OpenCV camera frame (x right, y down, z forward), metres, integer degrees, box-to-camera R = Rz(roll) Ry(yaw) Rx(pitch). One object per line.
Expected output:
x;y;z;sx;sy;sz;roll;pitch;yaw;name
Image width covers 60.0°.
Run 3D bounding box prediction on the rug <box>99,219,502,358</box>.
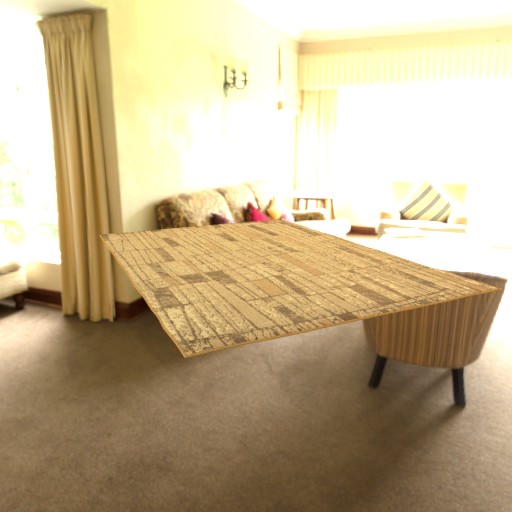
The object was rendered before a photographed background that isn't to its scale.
0.000;0.000;4.231;2.449;0.019;3.357;-7;16;-25;rug
